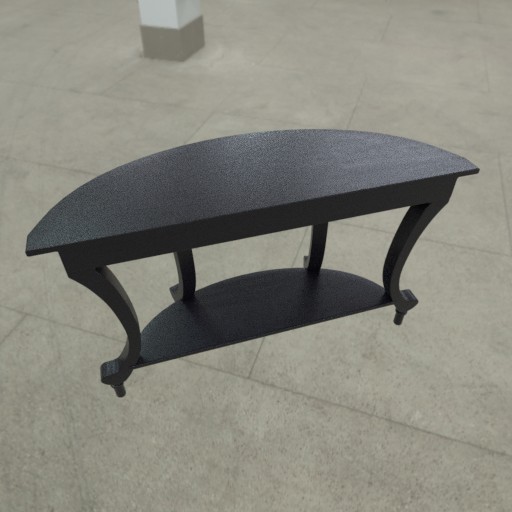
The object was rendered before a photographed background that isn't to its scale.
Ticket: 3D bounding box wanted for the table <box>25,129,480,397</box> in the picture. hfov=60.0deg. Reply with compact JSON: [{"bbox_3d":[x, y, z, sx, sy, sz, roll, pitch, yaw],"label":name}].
[{"bbox_3d":[0.000,0.000,1.489,1.198,0.692,0.394,-12,44,-12],"label":"table"}]
